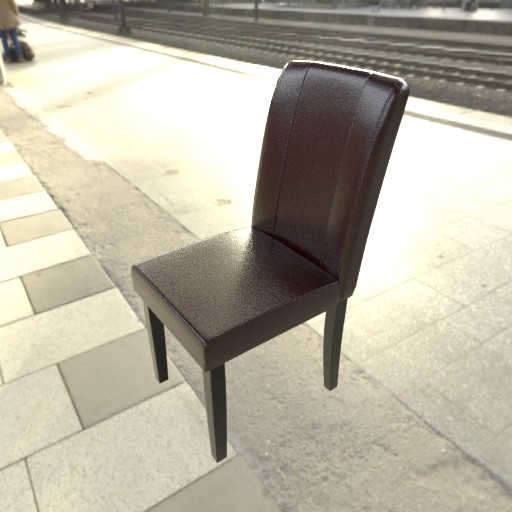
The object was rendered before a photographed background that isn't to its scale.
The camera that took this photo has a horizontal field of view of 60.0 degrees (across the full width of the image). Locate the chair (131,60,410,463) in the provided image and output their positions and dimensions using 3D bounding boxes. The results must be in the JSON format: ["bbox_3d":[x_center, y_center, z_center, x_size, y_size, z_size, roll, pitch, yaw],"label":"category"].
[{"bbox_3d":[0.000,0.000,1.177,0.556,0.897,0.399,-21,37,-31],"label":"chair"}]
